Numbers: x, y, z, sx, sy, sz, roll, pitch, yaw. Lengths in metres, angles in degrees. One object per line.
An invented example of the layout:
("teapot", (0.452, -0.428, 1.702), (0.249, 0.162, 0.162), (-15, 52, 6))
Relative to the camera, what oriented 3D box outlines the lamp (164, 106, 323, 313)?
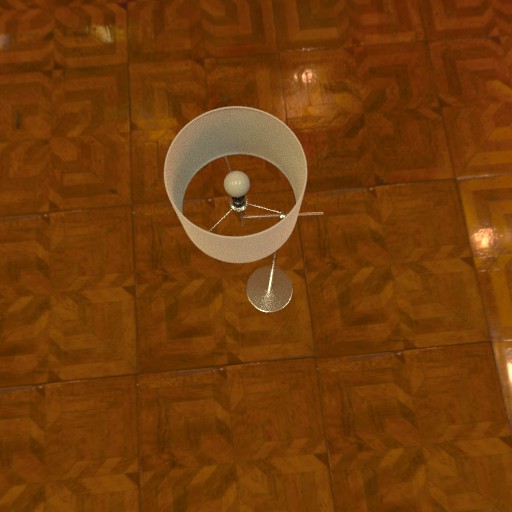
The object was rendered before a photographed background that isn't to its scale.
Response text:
("lamp", (0.000, 0.000, 1.773), (0.416, 1.600, 0.324), (-3, 76, -1))
